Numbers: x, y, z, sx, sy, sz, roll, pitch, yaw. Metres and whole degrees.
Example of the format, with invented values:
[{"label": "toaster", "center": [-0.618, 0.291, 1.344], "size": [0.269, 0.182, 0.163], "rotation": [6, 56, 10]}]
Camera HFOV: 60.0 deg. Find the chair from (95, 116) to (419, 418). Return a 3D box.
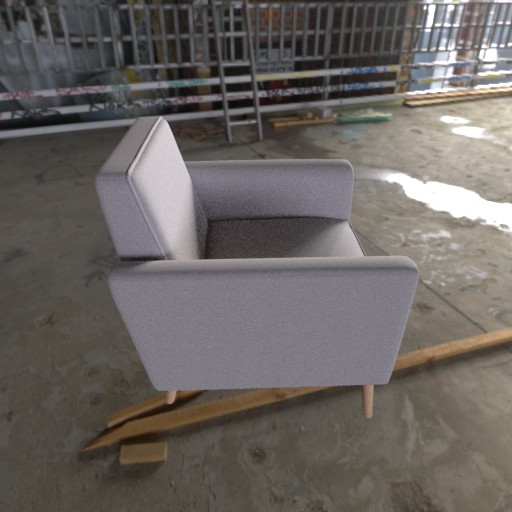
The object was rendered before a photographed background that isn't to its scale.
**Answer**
[{"label": "chair", "center": [0.000, 0.000, 1.430], "size": [0.750, 0.780, 0.780], "rotation": [-1, 31, -2]}]
